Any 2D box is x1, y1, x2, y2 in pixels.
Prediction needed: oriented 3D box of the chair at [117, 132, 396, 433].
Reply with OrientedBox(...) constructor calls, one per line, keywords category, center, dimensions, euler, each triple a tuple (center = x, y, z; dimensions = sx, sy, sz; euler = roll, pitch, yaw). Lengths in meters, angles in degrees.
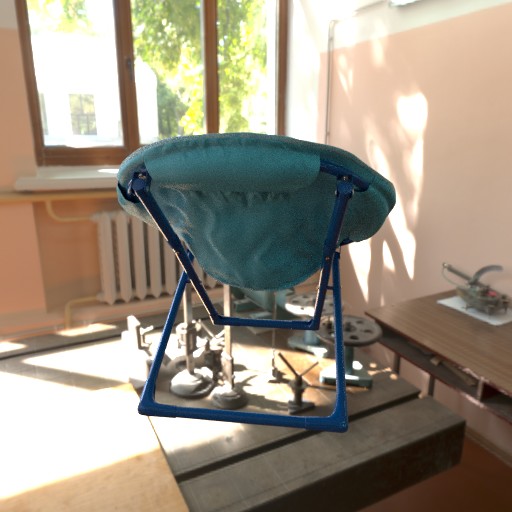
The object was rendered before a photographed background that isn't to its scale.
OrientedBox(category="chair", center=(0.000, 0.000, 0.891), dimensions=(0.520, 0.478, 0.465), euler=(2, 16, 7))
